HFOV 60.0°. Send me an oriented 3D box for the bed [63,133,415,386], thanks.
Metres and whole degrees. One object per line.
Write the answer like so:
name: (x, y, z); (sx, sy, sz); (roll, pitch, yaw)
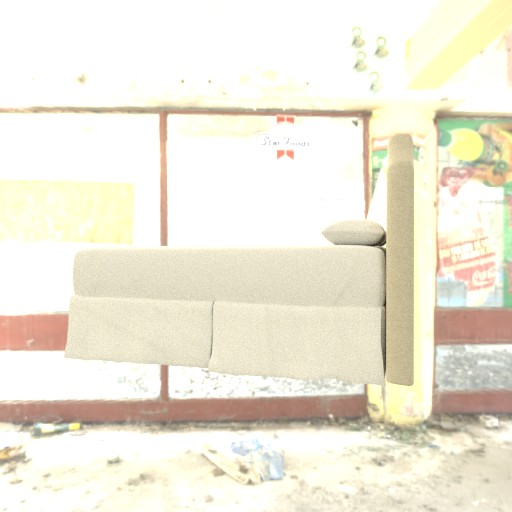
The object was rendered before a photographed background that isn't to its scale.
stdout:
bed: (0.000, 0.000, 3.209); (2.116, 1.290, 1.693); (0, 0, 18)
